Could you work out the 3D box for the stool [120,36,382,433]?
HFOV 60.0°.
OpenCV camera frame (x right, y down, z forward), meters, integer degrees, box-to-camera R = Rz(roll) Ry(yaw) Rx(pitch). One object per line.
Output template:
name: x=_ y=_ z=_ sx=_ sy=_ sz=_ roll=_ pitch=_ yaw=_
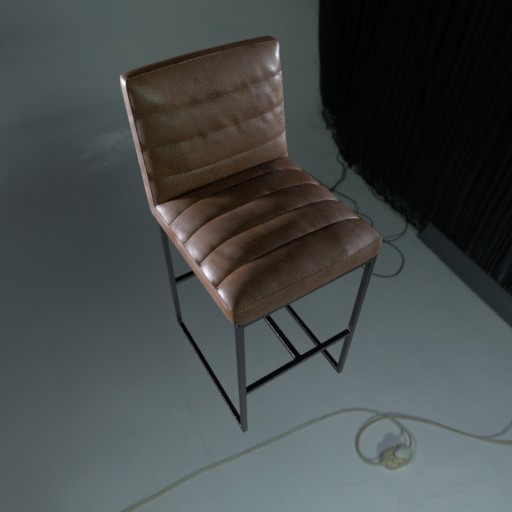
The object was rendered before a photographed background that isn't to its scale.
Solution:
stool: x=0.000 y=0.000 z=1.366 sx=0.463 sy=1.065 sz=0.562 roll=-25 pitch=53 yaw=-21
